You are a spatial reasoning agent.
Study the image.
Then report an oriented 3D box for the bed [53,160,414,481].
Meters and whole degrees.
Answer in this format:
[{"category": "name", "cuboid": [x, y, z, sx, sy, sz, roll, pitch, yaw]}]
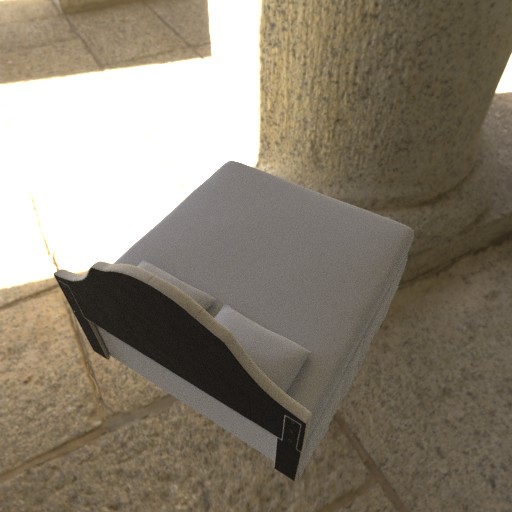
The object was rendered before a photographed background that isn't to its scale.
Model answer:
[{"category": "bed", "cuboid": [0.000, 0.000, 3.409, 2.012, 1.555, 2.086, 25, 53, 21]}]
